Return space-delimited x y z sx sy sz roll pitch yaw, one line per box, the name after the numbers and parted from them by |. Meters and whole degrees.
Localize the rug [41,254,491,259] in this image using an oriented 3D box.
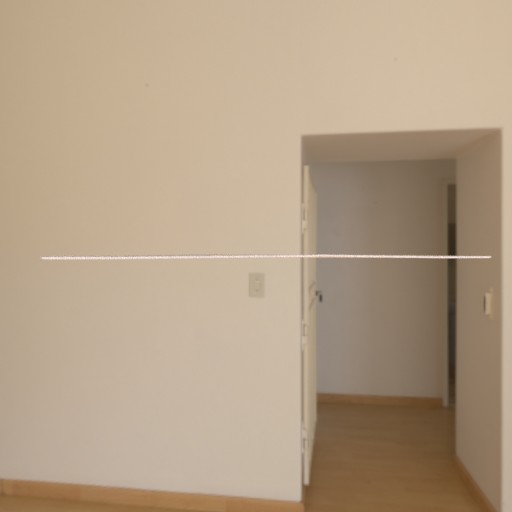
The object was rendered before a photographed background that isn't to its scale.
0.000 0.000 2.215 1.792 0.021 1.154 0 0 -17 | rug
